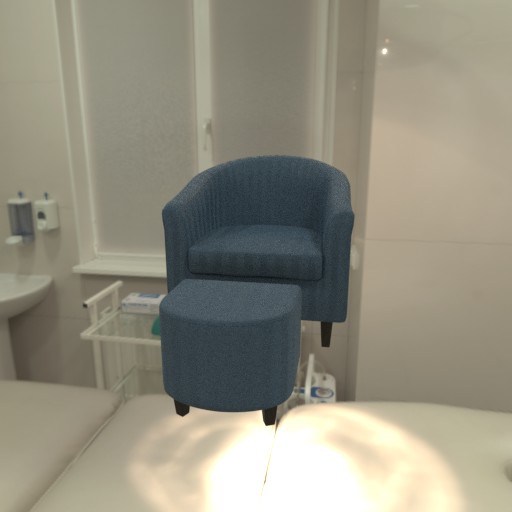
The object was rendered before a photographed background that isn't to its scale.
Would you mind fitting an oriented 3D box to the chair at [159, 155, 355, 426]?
[{"bbox_3d":[0.000,0.000,1.785,0.756,0.757,1.288,3,15,10],"label":"chair"}]
